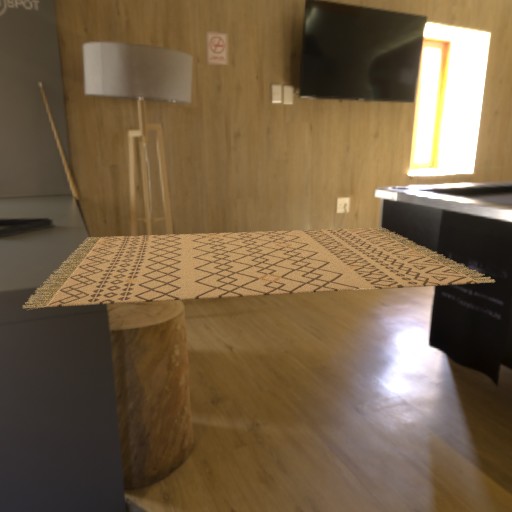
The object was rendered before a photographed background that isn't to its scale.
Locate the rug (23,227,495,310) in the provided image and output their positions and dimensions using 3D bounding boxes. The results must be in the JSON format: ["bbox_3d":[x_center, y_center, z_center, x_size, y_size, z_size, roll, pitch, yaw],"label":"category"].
[{"bbox_3d":[0.000,0.000,2.423,2.023,0.028,1.224,-2,15,-9],"label":"rug"}]
